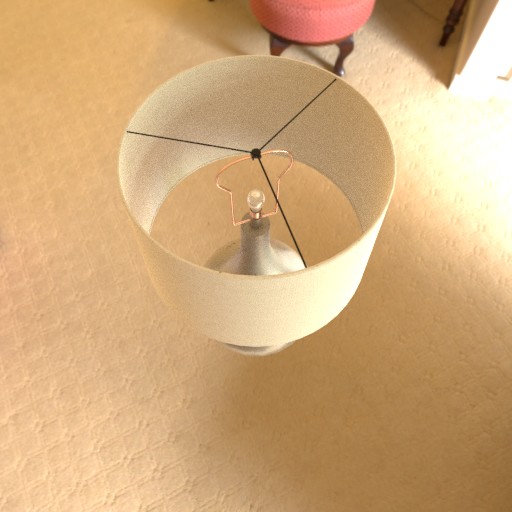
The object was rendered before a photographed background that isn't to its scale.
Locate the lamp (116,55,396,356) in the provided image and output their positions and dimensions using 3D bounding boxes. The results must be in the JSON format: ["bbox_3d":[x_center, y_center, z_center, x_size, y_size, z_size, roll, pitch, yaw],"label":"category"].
[{"bbox_3d":[0.000,0.000,0.721,0.330,0.521,0.330,0,64,0],"label":"lamp"}]
